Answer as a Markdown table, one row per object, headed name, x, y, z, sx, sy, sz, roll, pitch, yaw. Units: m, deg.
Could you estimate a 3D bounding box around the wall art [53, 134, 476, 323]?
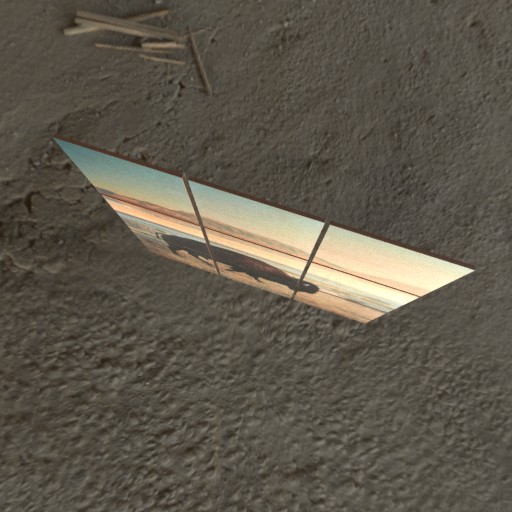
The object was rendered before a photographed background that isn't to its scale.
| name | x | y | z | sx | sy | sz | roll | pitch | yaw |
| --- | --- | --- | --- | --- | --- | --- | --- | --- | --- |
| wall art | 0.000 | 0.000 | 1.805 | 1.221 | 1.218 | 0.019 | 18 | 76 | 5 |
